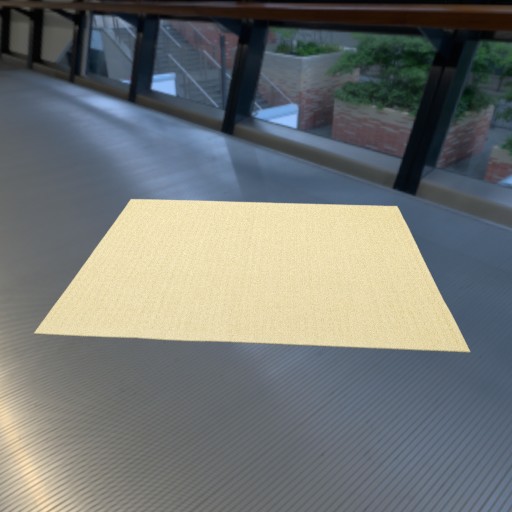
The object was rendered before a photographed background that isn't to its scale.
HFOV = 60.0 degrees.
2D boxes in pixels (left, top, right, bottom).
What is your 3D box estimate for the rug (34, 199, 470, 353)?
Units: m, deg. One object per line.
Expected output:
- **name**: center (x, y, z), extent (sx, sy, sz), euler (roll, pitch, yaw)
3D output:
- **rug**: center (0.000, 0.000, 4.271), extent (3.204, 0.016, 2.452), euler (2, 31, 3)
